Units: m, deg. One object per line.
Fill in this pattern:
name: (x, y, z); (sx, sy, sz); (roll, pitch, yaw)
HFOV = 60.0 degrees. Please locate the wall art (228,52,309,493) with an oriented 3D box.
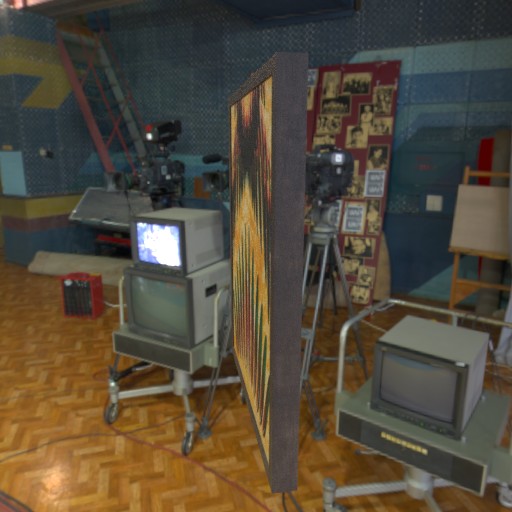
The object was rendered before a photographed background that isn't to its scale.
wall art: (0.000, 0.000, 0.552); (0.027, 0.406, 0.329); (-2, 14, -10)
